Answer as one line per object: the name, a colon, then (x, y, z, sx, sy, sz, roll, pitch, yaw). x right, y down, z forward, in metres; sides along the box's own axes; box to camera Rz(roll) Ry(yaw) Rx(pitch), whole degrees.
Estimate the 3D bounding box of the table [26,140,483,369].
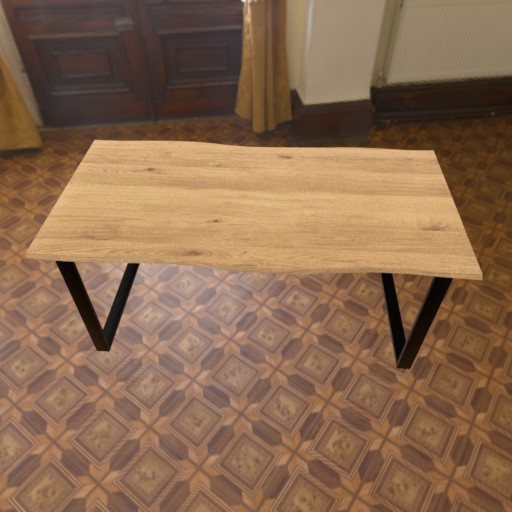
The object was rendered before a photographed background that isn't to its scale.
table: (0.000, 0.000, 2.302, 1.800, 0.780, 0.900, 3, 45, 3)
